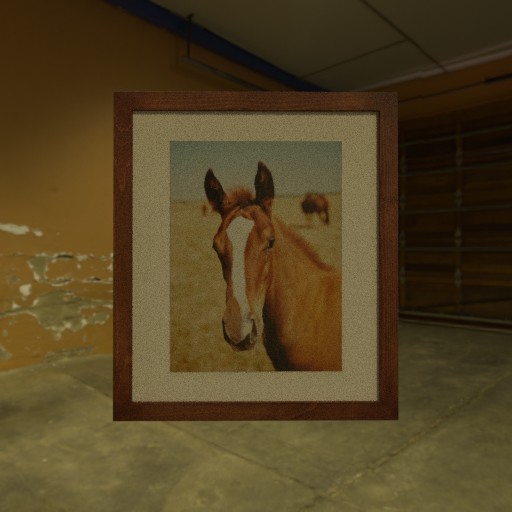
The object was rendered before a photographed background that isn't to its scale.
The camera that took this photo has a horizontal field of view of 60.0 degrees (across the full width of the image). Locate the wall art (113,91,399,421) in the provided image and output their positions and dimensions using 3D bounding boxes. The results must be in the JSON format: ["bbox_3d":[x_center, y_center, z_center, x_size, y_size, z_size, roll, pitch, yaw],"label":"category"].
[{"bbox_3d":[0.000,0.000,0.528,0.330,0.381,0.030,0,0,-1],"label":"wall art"}]
